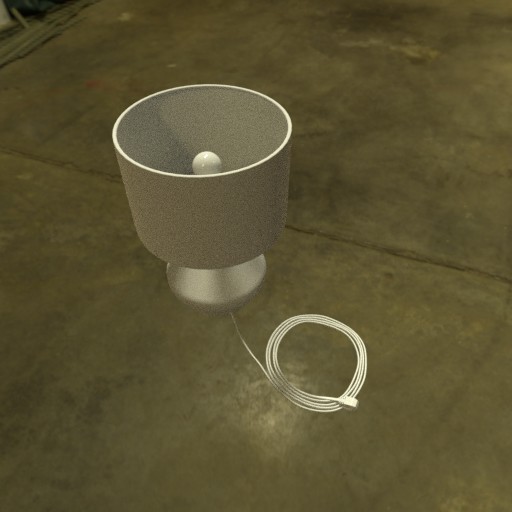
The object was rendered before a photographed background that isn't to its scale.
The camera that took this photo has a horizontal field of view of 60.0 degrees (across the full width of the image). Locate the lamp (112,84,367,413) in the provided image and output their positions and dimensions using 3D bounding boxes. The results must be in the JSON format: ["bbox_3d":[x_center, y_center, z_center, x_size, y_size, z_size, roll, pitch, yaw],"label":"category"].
[{"bbox_3d":[0.000,0.000,0.859,0.401,0.457,0.546,-17,48,-15],"label":"lamp"}]
